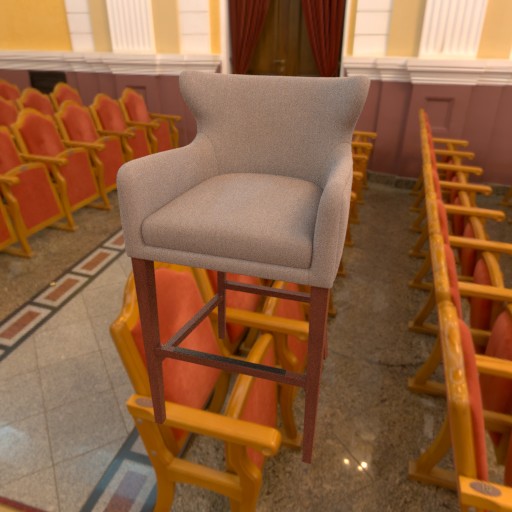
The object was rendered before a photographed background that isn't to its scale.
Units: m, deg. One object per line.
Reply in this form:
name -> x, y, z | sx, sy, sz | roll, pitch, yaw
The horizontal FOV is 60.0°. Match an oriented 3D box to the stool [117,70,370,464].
stool -> 0.000, 0.000, 1.395 | 0.575, 1.047, 0.575 | 8, 29, 15
